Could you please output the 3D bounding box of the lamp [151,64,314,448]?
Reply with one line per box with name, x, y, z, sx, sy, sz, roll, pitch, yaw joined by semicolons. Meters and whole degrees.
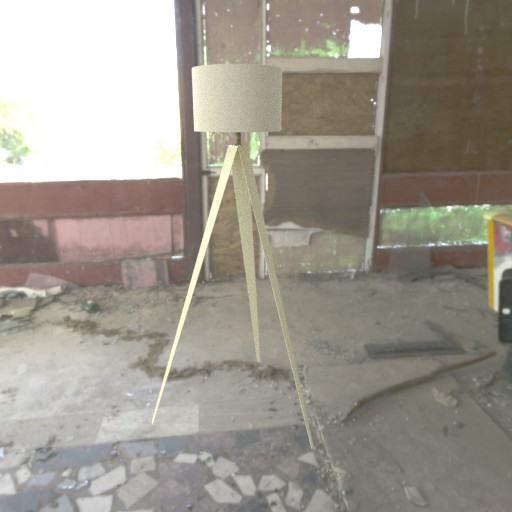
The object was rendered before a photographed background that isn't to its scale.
lamp;0.000;0.000;1.956;0.716;1.524;0.724;9;19;27
